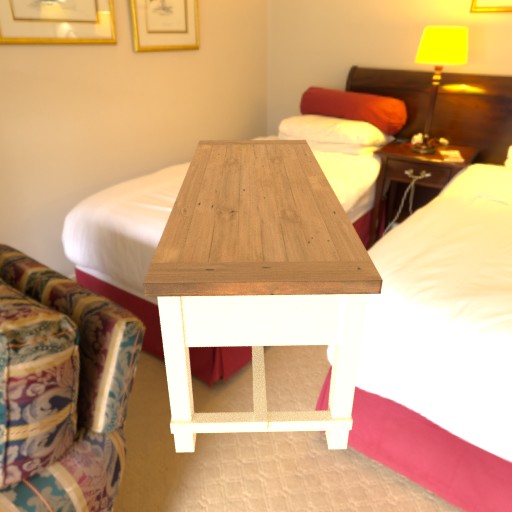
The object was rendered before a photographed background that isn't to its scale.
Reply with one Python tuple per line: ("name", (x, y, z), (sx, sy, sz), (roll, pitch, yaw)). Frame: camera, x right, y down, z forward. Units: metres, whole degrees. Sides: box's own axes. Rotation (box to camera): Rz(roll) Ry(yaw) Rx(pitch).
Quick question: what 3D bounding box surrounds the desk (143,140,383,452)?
("desk", (0.000, 0.000, 2.246), (0.688, 0.762, 1.803), (-1, 27, -1))
